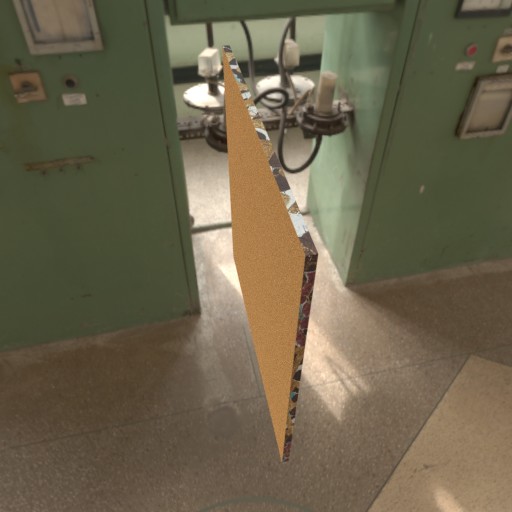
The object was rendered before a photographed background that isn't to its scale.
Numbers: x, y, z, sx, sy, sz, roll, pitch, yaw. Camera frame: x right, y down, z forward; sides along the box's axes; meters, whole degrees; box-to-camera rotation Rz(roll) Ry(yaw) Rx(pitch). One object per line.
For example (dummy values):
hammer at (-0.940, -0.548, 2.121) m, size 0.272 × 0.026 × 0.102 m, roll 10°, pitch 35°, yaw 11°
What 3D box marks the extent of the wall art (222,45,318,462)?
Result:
wall art at (0.000, 0.000, 0.603) m, size 0.010 × 0.406 × 0.404 m, roll -8°, pitch 46°, yaw -8°
